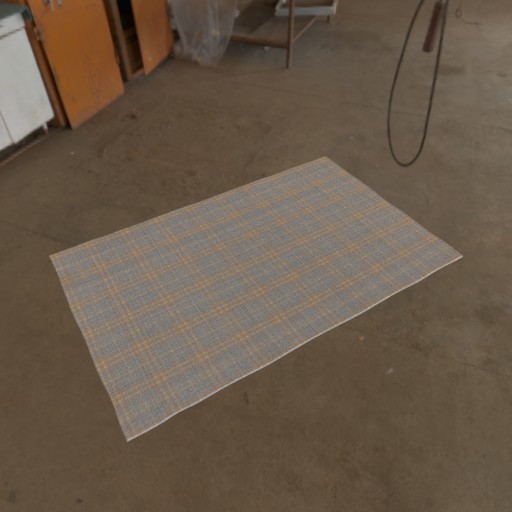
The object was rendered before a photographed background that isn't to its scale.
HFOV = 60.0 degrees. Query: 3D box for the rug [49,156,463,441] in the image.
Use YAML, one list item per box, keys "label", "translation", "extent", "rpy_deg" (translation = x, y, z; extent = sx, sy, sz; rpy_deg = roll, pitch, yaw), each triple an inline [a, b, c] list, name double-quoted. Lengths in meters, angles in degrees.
- label: "rug"
  translation: [0.000, 0.000, 3.095]
  extent: [2.460, 0.016, 1.545]
  rpy_deg: [-24, 49, -22]
